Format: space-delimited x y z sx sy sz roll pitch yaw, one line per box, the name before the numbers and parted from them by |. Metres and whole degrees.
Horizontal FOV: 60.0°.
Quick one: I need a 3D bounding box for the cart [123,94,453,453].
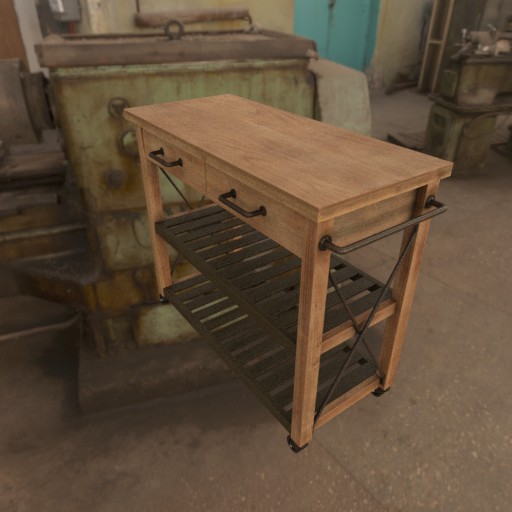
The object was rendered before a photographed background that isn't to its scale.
cart | 0.000 0.000 0.987 0.298 0.554 0.686 -21 37 -30
